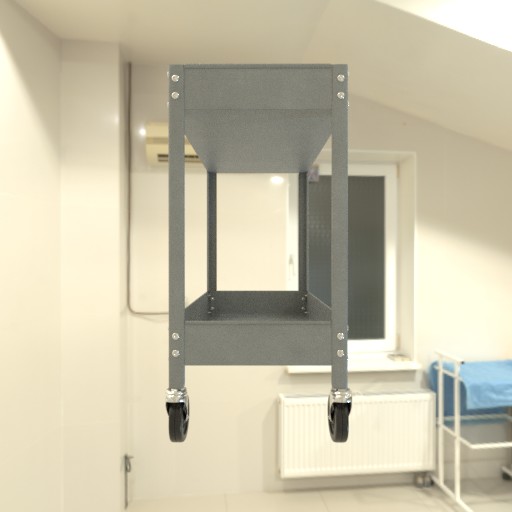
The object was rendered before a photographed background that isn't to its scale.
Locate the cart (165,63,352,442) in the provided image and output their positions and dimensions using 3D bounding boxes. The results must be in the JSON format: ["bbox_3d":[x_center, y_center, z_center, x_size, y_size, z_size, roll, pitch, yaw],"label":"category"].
[{"bbox_3d":[0.000,0.000,1.204,0.366,0.719,0.779,0,0,0],"label":"cart"}]
